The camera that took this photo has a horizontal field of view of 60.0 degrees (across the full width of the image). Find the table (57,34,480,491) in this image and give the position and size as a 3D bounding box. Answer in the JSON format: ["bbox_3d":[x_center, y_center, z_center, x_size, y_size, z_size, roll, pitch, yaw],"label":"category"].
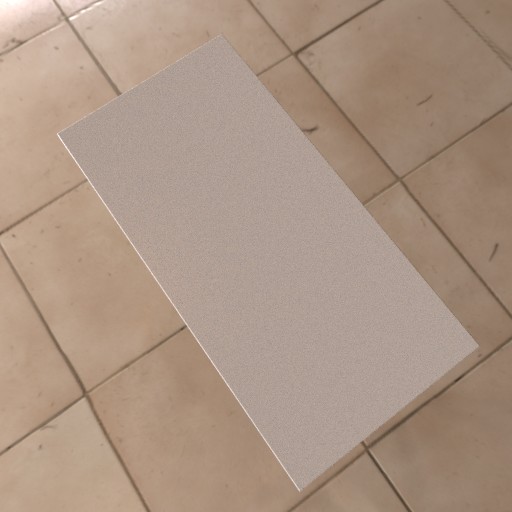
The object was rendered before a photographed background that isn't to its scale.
[{"bbox_3d":[0.000,0.000,2.255,0.900,0.790,1.800,-35,79,-8],"label":"table"}]
